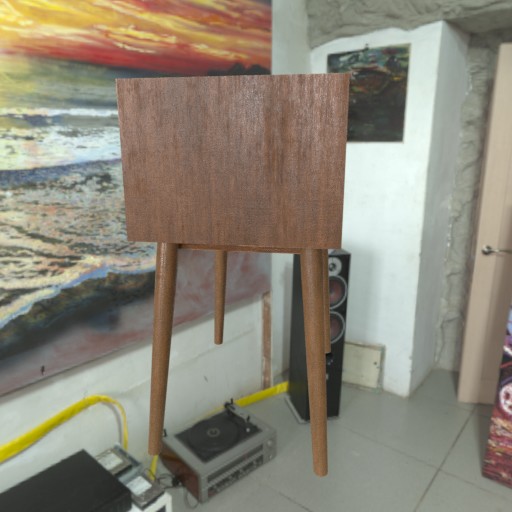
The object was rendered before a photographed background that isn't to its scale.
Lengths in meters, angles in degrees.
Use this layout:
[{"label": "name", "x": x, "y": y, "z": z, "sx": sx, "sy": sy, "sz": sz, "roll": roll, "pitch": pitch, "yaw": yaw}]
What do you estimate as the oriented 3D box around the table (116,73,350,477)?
[{"label": "table", "x": 0.000, "y": 0.000, "z": 0.845, "sx": 0.307, "sy": 0.580, "sz": 0.454, "roll": 2, "pitch": 14, "yaw": 10}]
